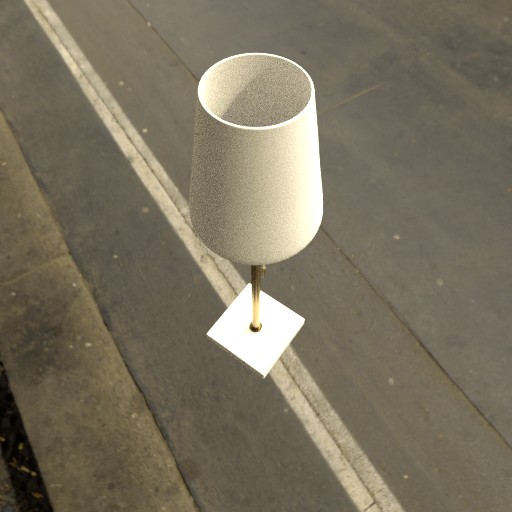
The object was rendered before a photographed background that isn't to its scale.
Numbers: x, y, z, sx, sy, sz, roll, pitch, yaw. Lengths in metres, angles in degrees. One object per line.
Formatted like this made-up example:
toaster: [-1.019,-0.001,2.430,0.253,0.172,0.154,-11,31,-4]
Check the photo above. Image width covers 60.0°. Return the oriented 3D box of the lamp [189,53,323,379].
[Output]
lamp: [0.000,0.000,0.714,0.181,0.639,0.181,32,64,18]
